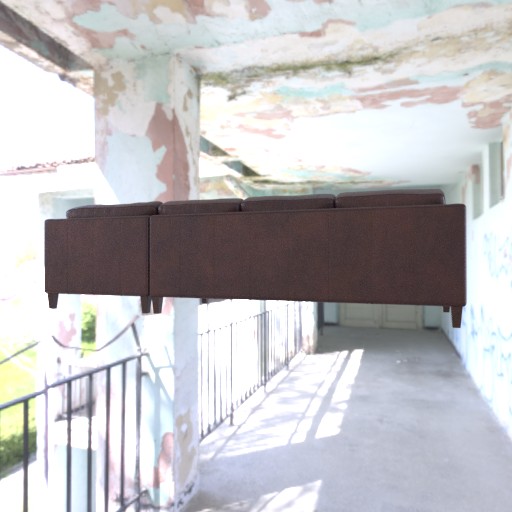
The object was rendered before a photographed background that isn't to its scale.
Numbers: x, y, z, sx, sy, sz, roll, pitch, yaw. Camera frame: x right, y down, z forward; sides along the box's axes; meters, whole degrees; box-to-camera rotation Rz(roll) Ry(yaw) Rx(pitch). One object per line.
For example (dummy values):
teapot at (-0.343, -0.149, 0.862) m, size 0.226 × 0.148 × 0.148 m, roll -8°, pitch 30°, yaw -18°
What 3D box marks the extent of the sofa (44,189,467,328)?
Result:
sofa at (0.000, 0.000, 3.899) m, size 3.203 × 0.883 × 1.581 m, roll 0°, pitch 0°, yaw 19°
